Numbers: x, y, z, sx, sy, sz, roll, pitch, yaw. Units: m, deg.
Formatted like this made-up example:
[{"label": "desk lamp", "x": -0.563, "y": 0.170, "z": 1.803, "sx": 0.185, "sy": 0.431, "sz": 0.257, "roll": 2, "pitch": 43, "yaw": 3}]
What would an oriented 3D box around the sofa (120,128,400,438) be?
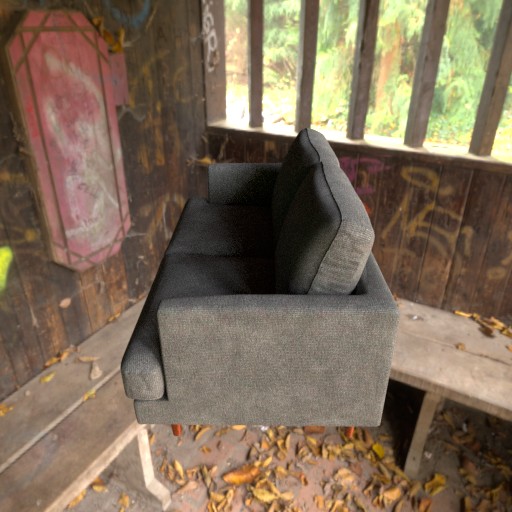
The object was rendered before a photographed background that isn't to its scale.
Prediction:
[{"label": "sofa", "x": 0.000, "y": 0.000, "z": 2.123, "sx": 0.903, "sy": 0.956, "sz": 1.582, "roll": 0, "pitch": 28, "yaw": 1}]
